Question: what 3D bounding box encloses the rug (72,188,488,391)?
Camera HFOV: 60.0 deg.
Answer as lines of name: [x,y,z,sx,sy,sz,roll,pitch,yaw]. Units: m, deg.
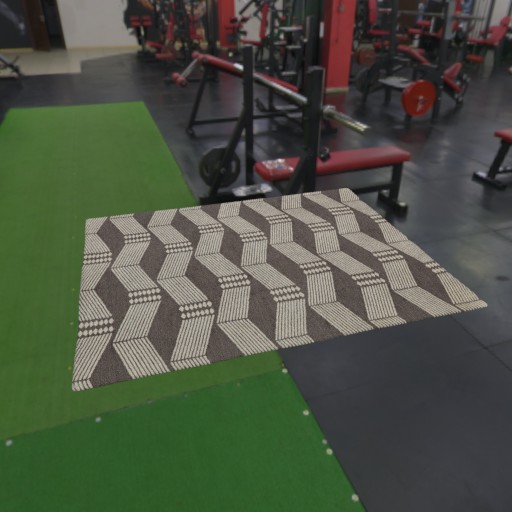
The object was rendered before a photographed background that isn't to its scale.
rug: [0.000,0.000,4.061,3.048,0.016,2.438,-9,32,-14]
